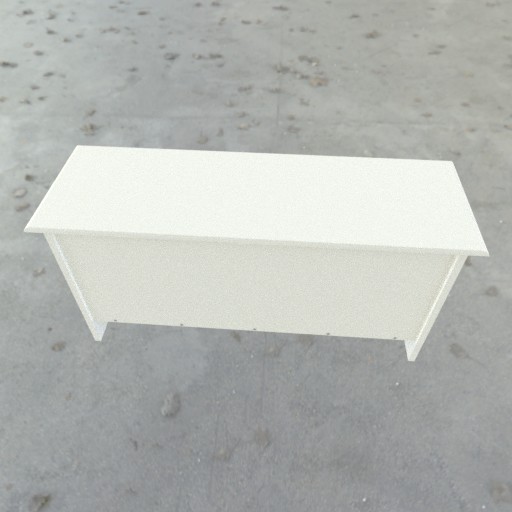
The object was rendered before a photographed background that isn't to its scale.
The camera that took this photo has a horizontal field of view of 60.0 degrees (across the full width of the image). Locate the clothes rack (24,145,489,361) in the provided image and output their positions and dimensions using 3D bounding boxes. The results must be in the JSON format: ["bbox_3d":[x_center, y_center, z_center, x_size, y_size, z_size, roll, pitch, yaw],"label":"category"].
[{"bbox_3d":[0.000,0.000,1.485,1.218,0.558,0.405,3,47,3],"label":"clothes rack"}]
